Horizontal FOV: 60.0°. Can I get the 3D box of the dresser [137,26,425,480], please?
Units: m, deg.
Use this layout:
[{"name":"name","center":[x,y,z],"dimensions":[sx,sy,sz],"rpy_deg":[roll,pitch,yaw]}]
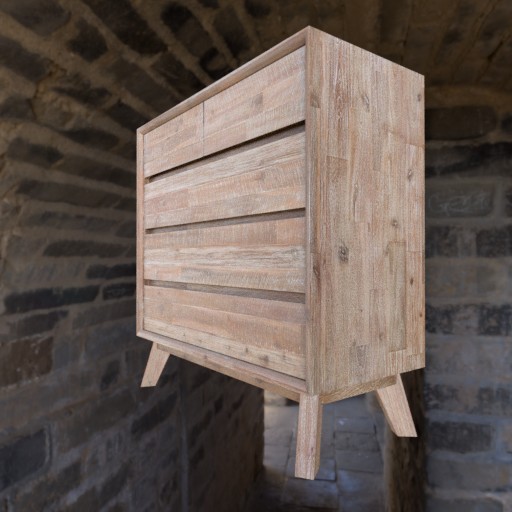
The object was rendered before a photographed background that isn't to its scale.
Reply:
[{"name":"dresser","center":[0.000,0.000,1.527],"dimensions":[0.455,1.029,0.998],"rpy_deg":[0,-1,-37]}]
